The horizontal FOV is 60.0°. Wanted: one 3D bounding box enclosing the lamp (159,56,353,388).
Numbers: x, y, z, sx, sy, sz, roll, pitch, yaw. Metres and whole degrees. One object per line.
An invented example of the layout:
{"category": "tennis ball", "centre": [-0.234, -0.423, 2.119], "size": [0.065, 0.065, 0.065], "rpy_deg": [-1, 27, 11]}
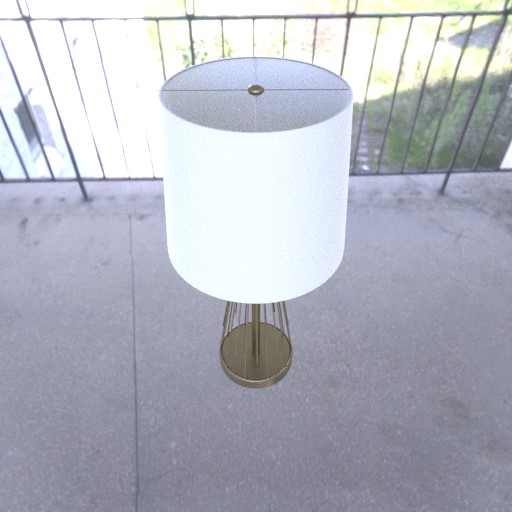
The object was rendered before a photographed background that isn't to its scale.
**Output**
{"category": "lamp", "centre": [0.000, 0.000, 0.798], "size": [0.303, 0.618, 0.303], "rpy_deg": [0, 42, 0]}
